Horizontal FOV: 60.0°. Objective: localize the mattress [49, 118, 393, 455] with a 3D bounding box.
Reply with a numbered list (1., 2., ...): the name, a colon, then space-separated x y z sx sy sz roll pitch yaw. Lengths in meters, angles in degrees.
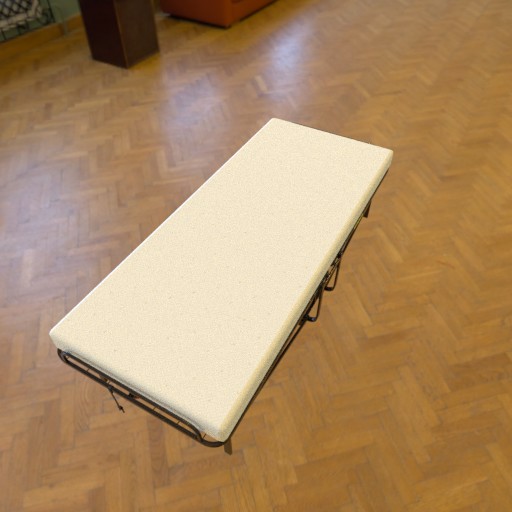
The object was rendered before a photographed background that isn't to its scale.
1. mattress: 0.000 0.000 2.549 0.922 0.519 2.153 22 50 20
